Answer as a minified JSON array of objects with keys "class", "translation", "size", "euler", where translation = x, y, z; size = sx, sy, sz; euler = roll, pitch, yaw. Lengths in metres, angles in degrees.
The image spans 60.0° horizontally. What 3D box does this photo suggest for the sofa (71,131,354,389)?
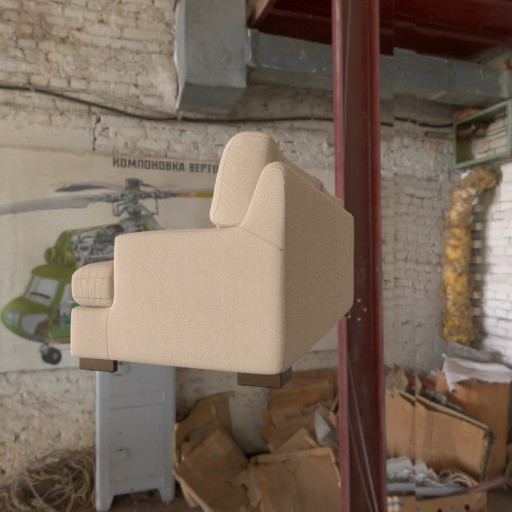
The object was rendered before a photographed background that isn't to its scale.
[{"class":"sofa","translation":[0.000,0.000,2.648],"size":[0.929,0.925,2.147],"euler":[0,0,19]}]
